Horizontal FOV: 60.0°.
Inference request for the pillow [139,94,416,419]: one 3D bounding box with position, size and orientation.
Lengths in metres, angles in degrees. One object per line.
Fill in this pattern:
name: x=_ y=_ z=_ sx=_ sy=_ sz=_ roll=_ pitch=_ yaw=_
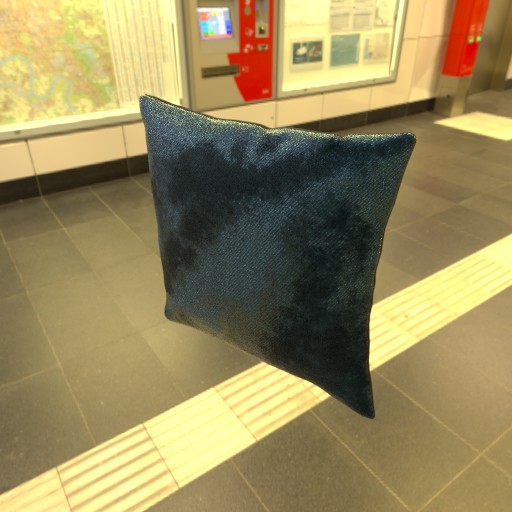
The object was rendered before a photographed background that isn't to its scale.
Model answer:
pillow: x=0.000 y=0.000 z=0.665 sx=0.436 sy=0.430 sz=0.138 roll=20 pitch=36 yaw=30
